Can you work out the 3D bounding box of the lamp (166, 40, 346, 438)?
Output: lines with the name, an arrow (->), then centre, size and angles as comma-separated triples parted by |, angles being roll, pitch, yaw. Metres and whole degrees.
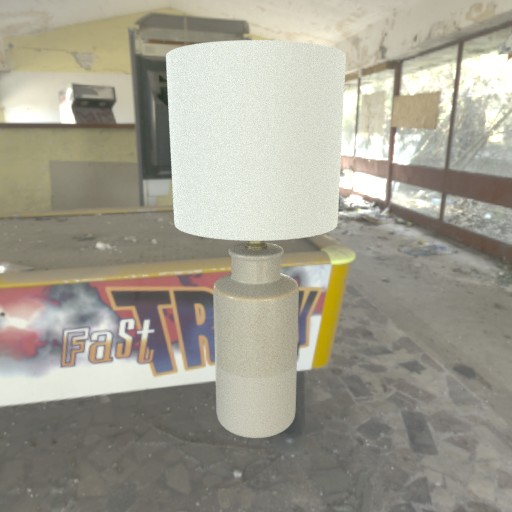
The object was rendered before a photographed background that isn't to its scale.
lamp -> 0.000, 0.000, 0.597 | 0.212, 0.493, 0.212 | 7, 17, 25
